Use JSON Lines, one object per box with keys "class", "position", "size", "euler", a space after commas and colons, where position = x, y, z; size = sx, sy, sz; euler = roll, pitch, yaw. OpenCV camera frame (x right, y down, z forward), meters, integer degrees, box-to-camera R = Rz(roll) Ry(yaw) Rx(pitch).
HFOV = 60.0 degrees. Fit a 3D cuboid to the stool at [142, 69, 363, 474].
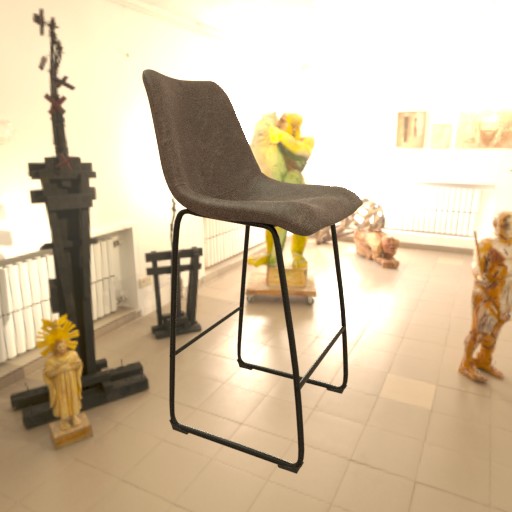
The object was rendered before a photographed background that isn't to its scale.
{"class": "stool", "position": [0.000, 0.000, 1.388], "size": [0.561, 1.082, 0.514], "euler": [8, 17, 26]}
